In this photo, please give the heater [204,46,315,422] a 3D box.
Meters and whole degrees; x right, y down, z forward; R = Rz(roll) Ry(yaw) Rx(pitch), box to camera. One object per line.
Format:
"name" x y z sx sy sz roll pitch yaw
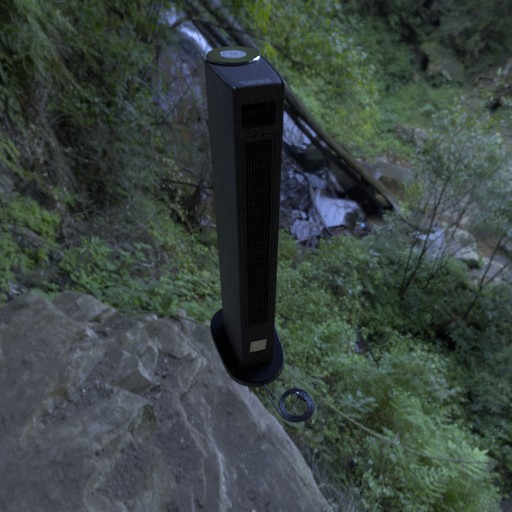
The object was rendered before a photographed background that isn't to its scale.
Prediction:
"heater" 0.000 0.000 1.073 0.214 0.856 0.458 -12 42 -14
